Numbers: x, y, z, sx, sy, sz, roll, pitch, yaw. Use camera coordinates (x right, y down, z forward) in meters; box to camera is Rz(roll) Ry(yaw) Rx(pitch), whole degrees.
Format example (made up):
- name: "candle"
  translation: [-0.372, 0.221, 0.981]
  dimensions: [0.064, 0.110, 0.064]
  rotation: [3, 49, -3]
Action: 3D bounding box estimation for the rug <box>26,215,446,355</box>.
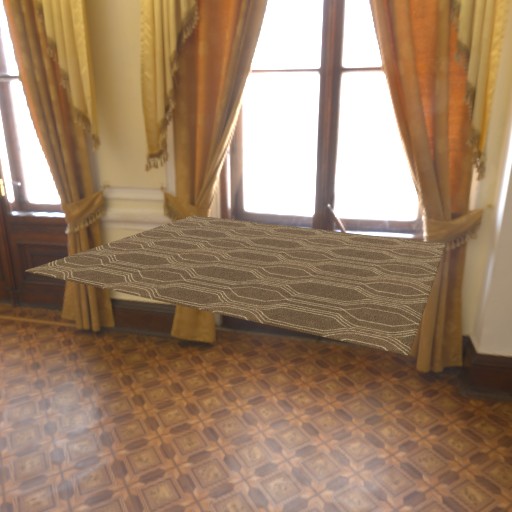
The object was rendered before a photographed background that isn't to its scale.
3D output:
- name: "rug"
  translation: [0.000, 0.000, 4.076]
  dimensions: [3.062, 0.012, 2.457]
  rotation: [8, 19, 25]
